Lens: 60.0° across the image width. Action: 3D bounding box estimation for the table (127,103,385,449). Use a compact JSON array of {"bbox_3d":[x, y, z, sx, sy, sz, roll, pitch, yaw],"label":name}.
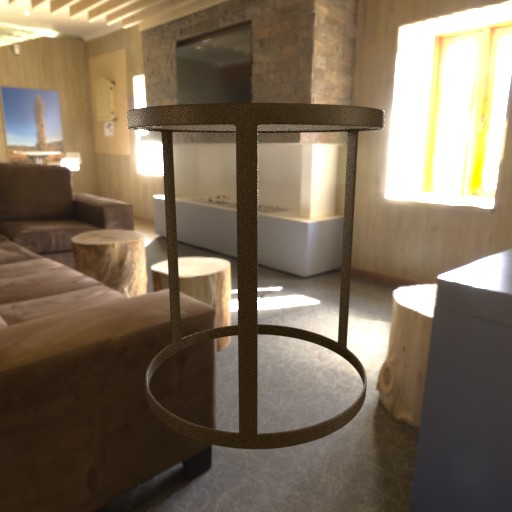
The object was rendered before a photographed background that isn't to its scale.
[{"bbox_3d":[0.000,0.000,0.925,0.480,0.565,0.480,0,14,0],"label":"table"}]
